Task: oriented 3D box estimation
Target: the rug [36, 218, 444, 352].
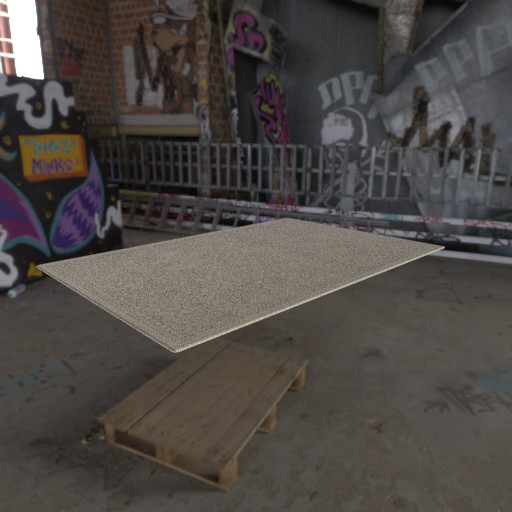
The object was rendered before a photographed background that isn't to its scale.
[{"bbox_3d":[0.000,0.000,2.358,1.829,0.010,1.219,-14,21,-42],"label":"rug"}]
